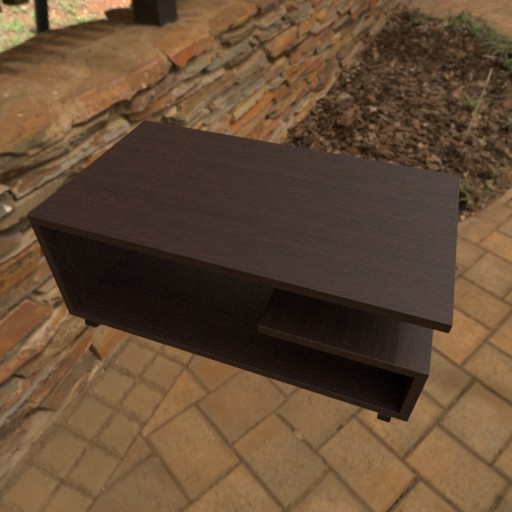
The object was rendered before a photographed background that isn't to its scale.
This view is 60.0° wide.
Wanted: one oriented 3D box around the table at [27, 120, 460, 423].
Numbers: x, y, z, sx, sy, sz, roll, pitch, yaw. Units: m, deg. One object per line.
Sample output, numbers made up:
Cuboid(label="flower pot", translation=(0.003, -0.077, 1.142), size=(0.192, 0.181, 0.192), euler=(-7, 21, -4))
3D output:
Cuboid(label="table", translation=(0.000, 0.000, 1.374), size=(1.050, 0.460, 0.590), euler=(14, 44, 15))
